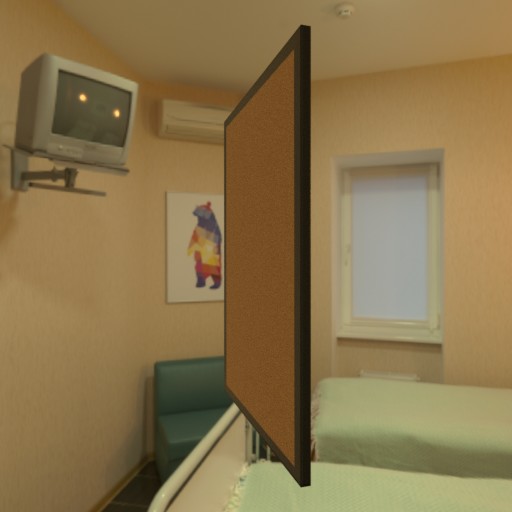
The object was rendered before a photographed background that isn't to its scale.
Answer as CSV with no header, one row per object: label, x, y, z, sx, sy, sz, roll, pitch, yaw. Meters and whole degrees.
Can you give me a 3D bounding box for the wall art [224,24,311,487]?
wall art,0.000,0.000,0.860,0.016,0.657,0.480,0,0,-17
